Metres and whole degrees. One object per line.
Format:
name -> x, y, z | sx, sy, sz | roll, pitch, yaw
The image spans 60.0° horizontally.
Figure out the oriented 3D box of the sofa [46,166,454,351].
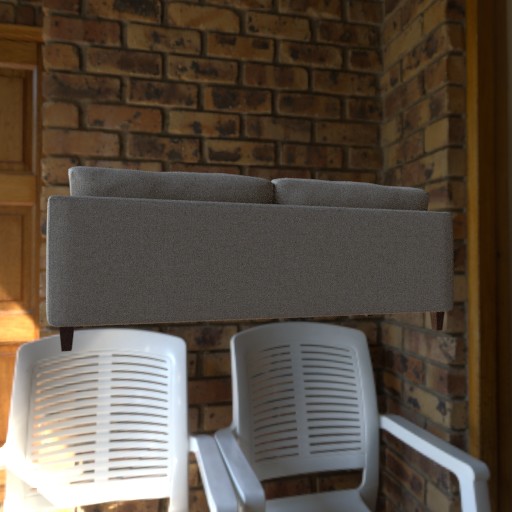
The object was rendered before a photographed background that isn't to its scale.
sofa -> 0.000, 0.000, 2.944 | 2.434, 0.965, 0.951 | 0, -1, -18
